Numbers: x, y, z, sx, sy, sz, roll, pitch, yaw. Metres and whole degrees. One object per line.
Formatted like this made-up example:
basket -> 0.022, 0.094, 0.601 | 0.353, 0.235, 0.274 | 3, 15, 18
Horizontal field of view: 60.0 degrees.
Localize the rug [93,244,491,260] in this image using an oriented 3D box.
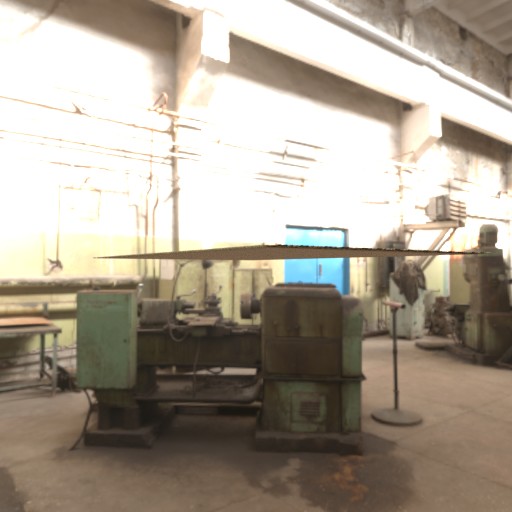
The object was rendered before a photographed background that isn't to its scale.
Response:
rug -> 0.000, 0.000, 3.041 | 1.544, 0.010, 2.435 | 1, -2, -35
